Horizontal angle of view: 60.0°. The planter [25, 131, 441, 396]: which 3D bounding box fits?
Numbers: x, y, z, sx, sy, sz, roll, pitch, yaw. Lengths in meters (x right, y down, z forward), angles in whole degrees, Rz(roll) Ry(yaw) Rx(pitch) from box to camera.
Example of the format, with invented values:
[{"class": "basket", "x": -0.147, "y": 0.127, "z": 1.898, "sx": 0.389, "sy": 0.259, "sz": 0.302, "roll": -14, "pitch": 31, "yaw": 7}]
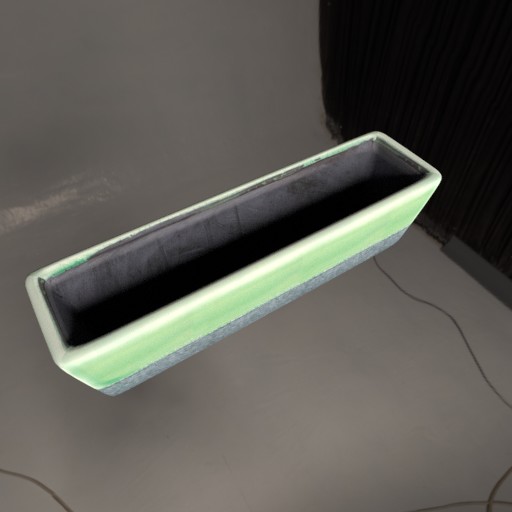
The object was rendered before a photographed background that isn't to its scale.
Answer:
[{"class": "planter", "x": 0.000, "y": 0.000, "z": 0.309, "sx": 0.275, "sy": 0.072, "sz": 0.072, "roll": -26, "pitch": 54, "yaw": -21}]
